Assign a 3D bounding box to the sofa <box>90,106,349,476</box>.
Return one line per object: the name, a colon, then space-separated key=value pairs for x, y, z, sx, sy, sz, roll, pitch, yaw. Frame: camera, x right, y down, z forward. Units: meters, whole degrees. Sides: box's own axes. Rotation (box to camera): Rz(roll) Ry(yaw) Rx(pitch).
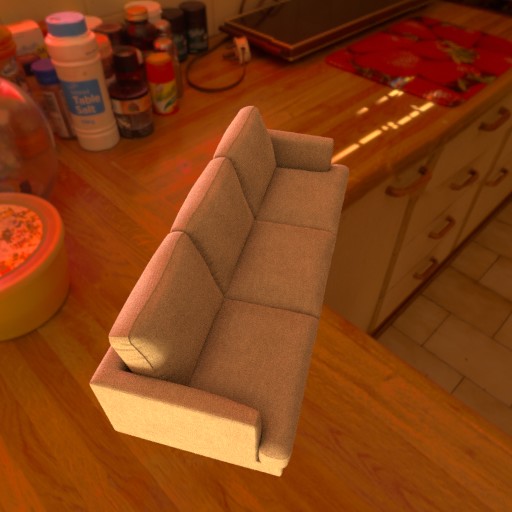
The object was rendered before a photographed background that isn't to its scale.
sofa: x=0.000 y=0.000 z=2.707 sx=0.903 sy=0.930 sz=2.246 roll=11 pitch=47 yaw=10
